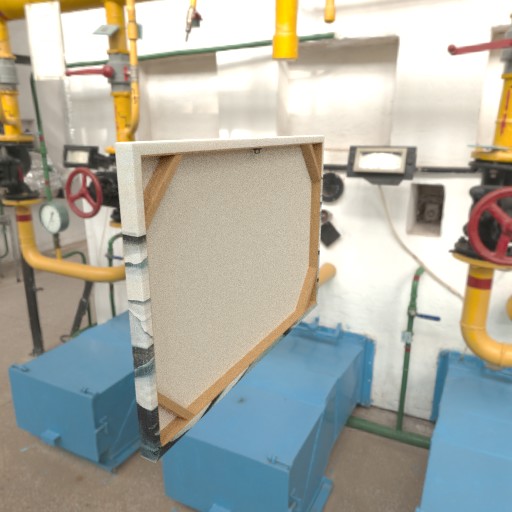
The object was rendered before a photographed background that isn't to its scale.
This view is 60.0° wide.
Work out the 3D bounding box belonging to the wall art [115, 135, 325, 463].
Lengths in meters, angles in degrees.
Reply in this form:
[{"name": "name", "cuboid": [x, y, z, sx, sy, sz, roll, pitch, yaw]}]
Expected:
[{"name": "wall art", "cuboid": [0.000, 0.000, 1.180, 0.039, 0.609, 0.914, 8, 18, 27]}]
